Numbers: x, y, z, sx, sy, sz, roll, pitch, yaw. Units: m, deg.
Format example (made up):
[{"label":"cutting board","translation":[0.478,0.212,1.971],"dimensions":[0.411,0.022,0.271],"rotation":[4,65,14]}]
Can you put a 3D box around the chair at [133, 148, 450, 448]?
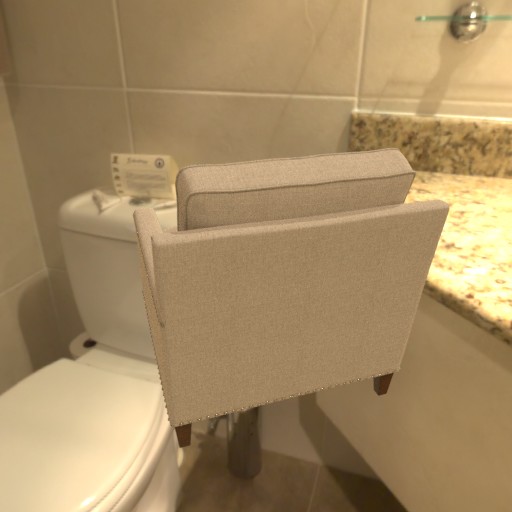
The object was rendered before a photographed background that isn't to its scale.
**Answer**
[{"label":"chair","translation":[0.000,0.000,1.719],"dimensions":[0.853,0.943,1.014],"rotation":[-8,27,-17]}]
